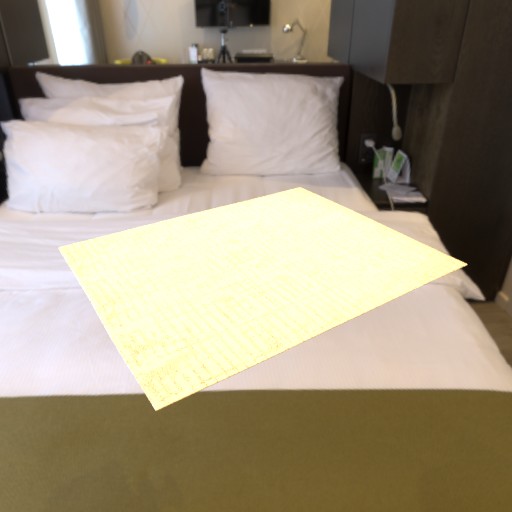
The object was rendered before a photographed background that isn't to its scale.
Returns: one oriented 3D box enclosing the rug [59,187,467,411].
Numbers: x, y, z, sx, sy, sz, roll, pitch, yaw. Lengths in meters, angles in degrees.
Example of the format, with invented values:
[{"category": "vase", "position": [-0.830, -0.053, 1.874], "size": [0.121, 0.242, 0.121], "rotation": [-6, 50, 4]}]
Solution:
[{"category": "rug", "position": [0.000, 0.000, 4.216], "size": [3.061, 0.014, 2.447], "rotation": [-18, 34, -29]}]
